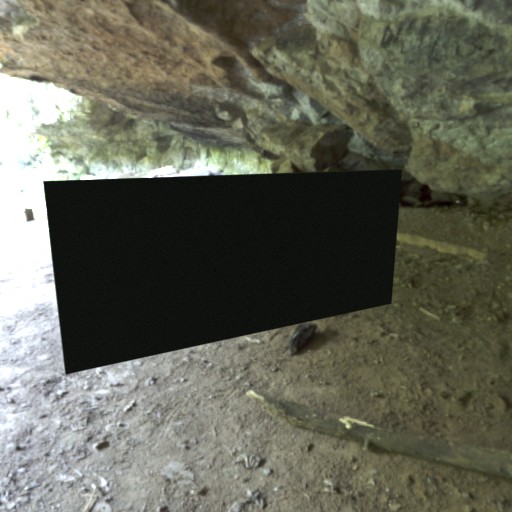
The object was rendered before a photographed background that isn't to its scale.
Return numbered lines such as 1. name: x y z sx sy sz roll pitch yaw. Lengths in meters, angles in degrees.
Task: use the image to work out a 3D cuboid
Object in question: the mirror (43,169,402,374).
1. mirror: 0.000 0.000 1.899 1.584 0.692 0.047 -7 16 -27
